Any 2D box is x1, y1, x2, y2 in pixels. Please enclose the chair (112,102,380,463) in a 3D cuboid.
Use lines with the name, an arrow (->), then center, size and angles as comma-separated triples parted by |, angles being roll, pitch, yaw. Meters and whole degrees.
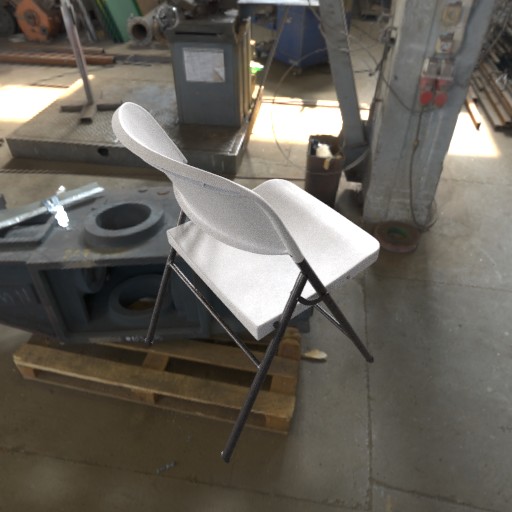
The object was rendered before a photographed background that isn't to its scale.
chair -> 0.000, 0.000, 1.153 | 0.566, 0.810, 0.494 | -25, 46, -26
